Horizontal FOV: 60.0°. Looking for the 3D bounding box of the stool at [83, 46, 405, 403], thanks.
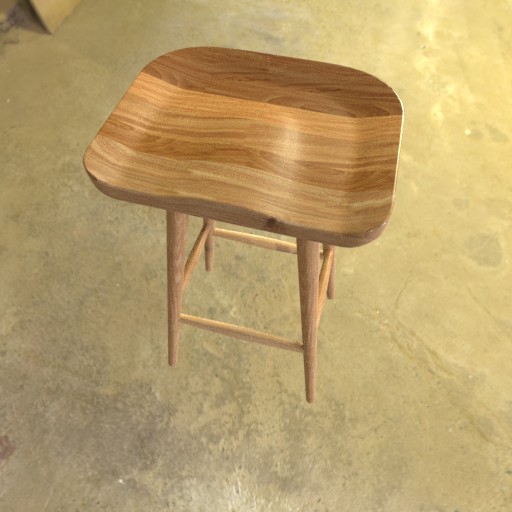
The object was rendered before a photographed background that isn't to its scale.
[{"bbox_3d":[0.000,0.000,0.917,0.407,0.698,0.322,12,57,8],"label":"stool"}]
